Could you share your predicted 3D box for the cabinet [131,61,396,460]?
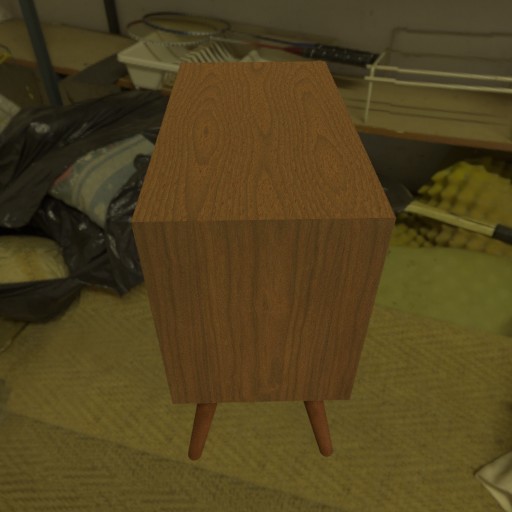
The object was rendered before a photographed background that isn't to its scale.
[{"bbox_3d":[0.000,0.000,1.152,0.388,0.748,0.712,-1,41,-1],"label":"cabinet"}]
